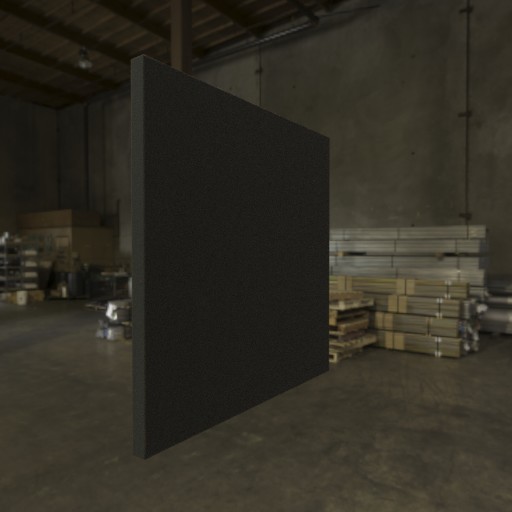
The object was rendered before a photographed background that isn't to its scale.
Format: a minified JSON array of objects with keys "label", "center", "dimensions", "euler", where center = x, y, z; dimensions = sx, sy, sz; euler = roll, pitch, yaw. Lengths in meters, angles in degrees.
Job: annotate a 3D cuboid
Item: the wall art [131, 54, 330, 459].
[{"label":"wall art","center":[0.000,0.000,1.151],"dimensions":[0.038,0.762,0.762],"euler":[1,1,36]}]
